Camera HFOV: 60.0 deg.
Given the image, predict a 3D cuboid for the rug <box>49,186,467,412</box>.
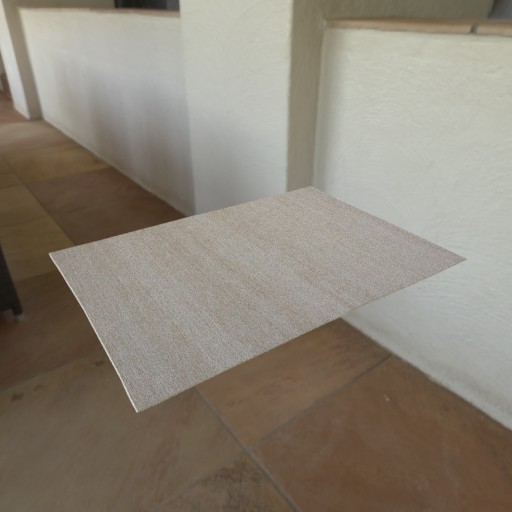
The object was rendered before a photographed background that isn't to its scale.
[{"bbox_3d":[0.000,0.000,3.712,2.869,0.038,2.032,-18,34,-29],"label":"rug"}]
